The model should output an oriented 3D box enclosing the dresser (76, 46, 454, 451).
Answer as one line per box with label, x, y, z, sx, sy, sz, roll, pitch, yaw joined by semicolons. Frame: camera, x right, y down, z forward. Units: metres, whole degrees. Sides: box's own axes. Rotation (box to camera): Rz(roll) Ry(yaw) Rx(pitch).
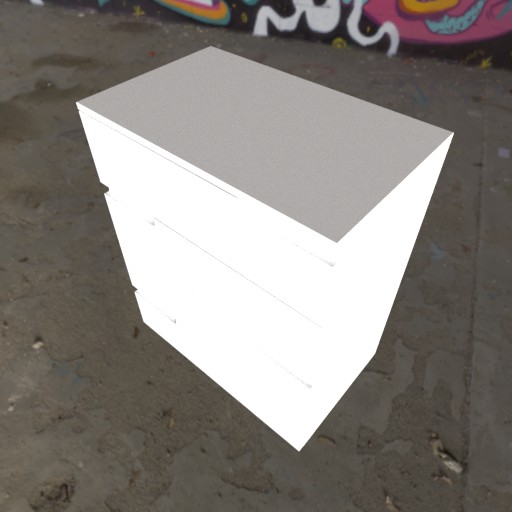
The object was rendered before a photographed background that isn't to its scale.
dresser;0.000;0.000;1.172;0.650;0.800;0.400;32;54;27
